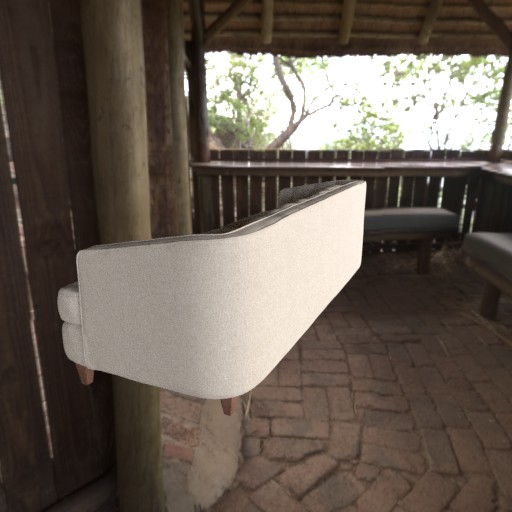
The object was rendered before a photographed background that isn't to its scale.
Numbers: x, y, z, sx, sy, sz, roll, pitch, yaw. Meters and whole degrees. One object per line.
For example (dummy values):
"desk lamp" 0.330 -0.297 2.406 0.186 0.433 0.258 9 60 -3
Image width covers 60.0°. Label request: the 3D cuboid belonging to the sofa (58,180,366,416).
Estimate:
"sofa" 0.000 0.000 2.717 0.913 0.788 2.235 7 17 25
